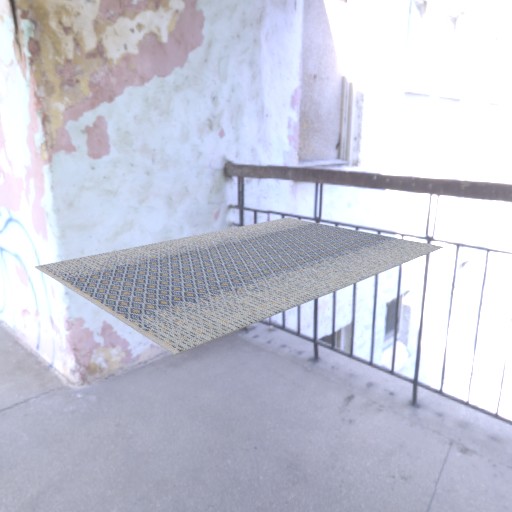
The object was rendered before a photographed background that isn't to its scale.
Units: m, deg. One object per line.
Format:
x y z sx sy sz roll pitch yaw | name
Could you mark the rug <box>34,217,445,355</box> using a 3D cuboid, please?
0.000 0.000 2.346 1.828 0.005 1.219 -15 21 -42 | rug
